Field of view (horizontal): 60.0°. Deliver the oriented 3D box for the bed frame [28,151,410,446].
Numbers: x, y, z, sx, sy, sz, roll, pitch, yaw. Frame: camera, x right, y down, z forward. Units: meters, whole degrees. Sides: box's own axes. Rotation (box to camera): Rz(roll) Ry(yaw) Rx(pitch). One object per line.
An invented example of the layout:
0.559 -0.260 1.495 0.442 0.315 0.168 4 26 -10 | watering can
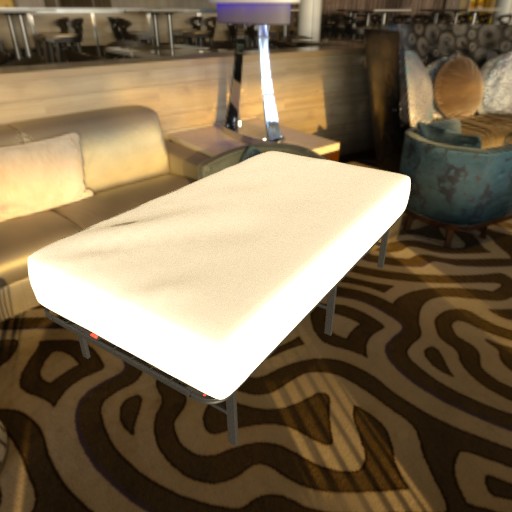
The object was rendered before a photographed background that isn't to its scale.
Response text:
0.000 0.000 2.358 1.025 0.640 1.908 18 34 29 | bed frame
